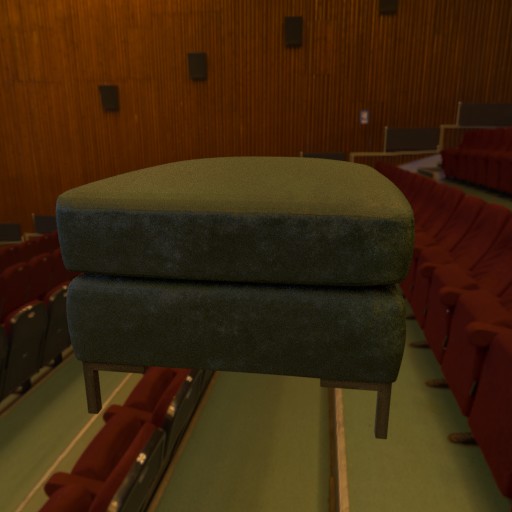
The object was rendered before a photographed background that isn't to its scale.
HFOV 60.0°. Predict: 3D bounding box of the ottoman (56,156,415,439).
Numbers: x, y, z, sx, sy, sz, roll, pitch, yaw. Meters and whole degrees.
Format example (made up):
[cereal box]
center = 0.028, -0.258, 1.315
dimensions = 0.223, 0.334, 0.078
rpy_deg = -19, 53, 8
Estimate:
[ottoman]
center = 0.000, 0.000, 1.262
dimensions = 0.701, 0.538, 0.839
rpy_deg = 2, 16, 7
